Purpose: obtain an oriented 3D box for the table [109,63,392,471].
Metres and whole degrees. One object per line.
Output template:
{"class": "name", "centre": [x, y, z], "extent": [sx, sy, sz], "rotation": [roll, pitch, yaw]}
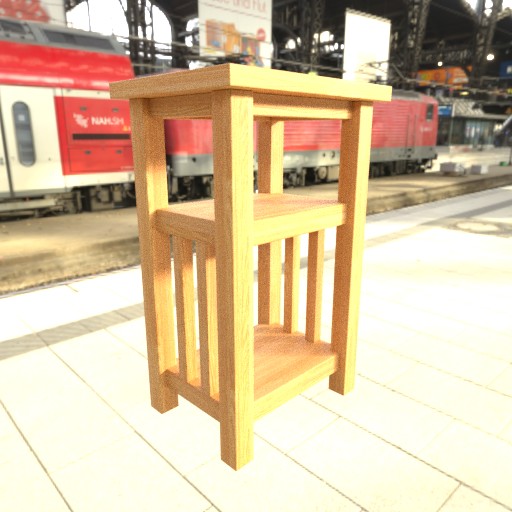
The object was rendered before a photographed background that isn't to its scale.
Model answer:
{"class": "table", "centre": [0.000, 0.000, 0.759], "extent": [0.350, 0.550, 0.270], "rotation": [-15, 21, -43]}
